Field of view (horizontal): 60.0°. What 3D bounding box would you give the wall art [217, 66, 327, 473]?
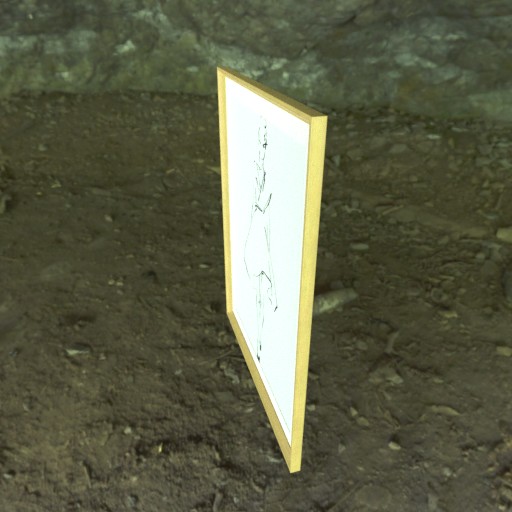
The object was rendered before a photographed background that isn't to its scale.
[{"bbox_3d":[0.000,0.000,1.371,0.030,1.002,0.798,-8,30,-14],"label":"wall art"}]
